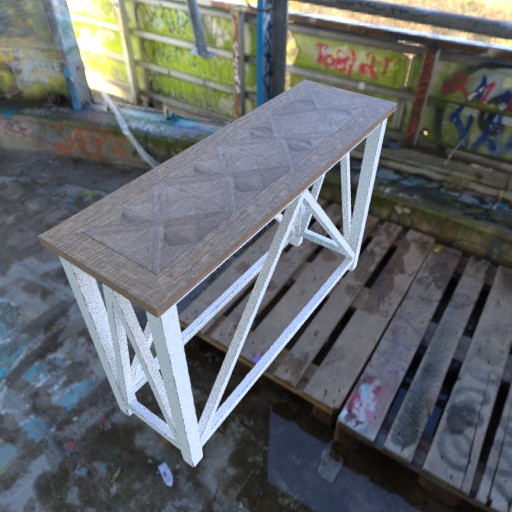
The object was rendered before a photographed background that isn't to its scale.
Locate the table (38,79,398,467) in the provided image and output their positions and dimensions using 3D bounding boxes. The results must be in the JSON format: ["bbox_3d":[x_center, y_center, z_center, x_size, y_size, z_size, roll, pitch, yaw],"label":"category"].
[{"bbox_3d":[0.000,0.000,1.836,0.450,0.930,1.400,26,48,26],"label":"table"}]
